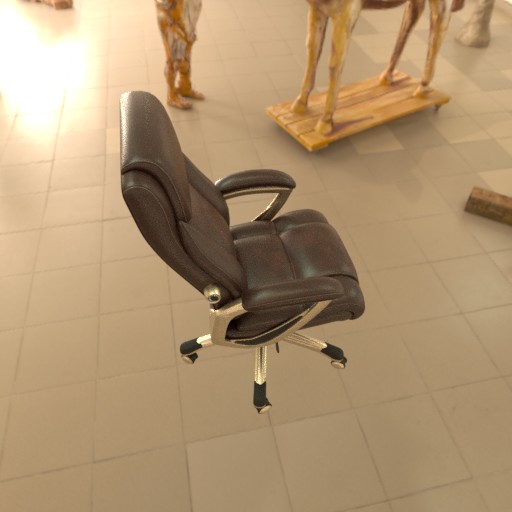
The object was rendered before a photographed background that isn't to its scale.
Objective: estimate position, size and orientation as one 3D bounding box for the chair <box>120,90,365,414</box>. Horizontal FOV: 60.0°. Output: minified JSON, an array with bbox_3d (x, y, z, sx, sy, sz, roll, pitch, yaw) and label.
[{"bbox_3d":[0.000,0.000,1.642,0.749,1.194,0.692,-9,47,-8],"label":"chair"}]
